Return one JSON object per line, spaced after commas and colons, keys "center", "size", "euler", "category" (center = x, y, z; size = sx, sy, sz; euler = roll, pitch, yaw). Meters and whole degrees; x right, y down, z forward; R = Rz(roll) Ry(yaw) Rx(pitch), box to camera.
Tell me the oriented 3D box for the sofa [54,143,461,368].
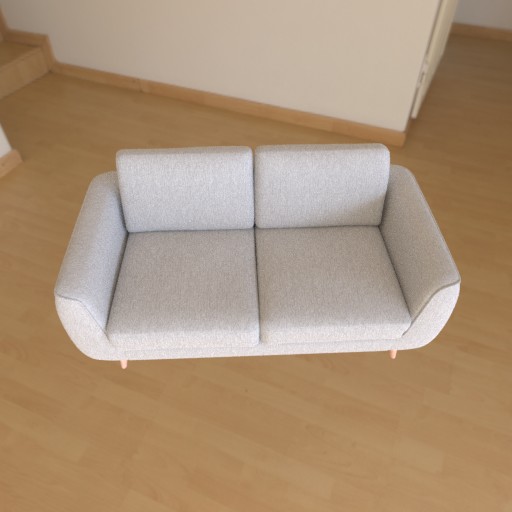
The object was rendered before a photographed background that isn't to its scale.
{"center": [0.000, 0.000, 2.217], "size": [1.700, 0.850, 0.920], "euler": [-2, 46, -2], "category": "sofa"}
